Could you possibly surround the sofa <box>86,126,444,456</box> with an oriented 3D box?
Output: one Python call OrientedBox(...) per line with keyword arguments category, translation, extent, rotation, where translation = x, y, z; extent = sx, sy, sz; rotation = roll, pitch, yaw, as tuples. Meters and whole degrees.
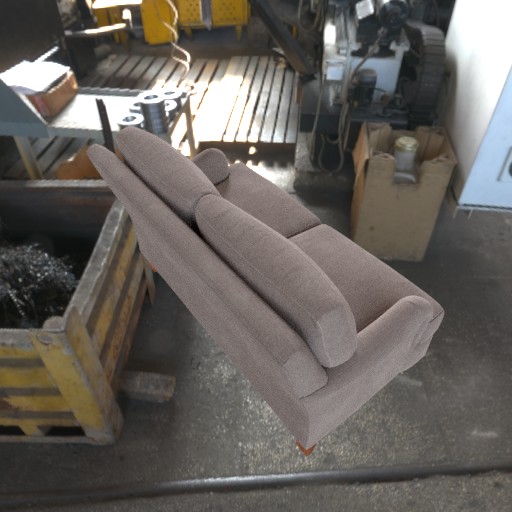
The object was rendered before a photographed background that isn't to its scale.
OrientedBox(category="sofa", translation=(0.000, 0.000, 2.508), extent=(1.084, 1.101, 1.853), rotation=(-27, 49, -26))
